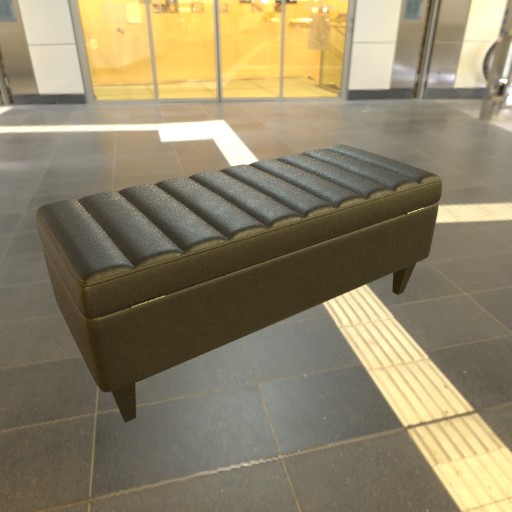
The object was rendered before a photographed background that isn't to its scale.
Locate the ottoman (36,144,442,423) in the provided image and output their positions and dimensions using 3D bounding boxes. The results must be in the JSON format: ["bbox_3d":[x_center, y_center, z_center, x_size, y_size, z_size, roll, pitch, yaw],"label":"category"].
[{"bbox_3d":[0.000,0.000,1.406,1.151,0.469,0.482,-18,34,-29],"label":"ottoman"}]
